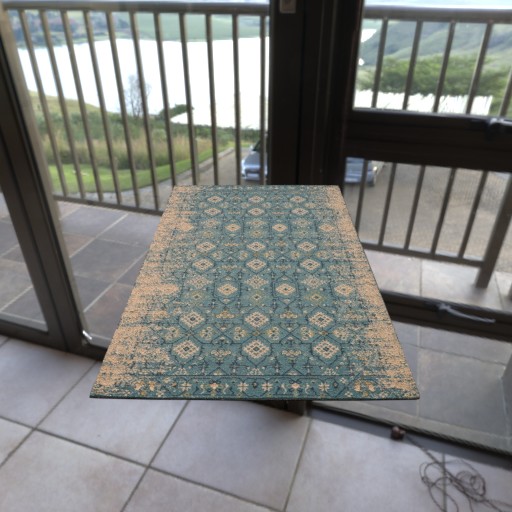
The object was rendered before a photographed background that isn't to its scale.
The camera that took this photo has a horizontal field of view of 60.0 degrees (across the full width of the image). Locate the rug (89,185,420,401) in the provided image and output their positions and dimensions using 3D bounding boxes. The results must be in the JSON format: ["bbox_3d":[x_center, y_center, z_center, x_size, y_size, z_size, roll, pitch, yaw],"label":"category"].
[{"bbox_3d":[0.000,0.000,2.216,1.102,0.008,1.795,0,32,0],"label":"rug"}]
